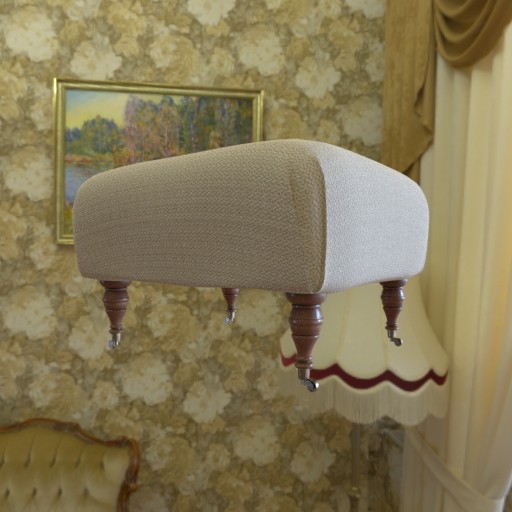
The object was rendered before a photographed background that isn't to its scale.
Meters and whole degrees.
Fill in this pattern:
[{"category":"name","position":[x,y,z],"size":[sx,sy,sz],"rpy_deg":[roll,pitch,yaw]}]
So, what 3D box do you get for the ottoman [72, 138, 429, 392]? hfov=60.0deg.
[{"category":"ottoman","position":[0.000,0.000,1.072],"size":[0.684,0.447,0.622],"rpy_deg":[1,1,36]}]
